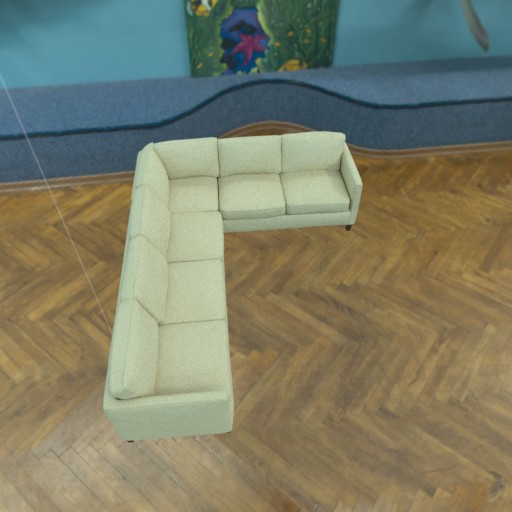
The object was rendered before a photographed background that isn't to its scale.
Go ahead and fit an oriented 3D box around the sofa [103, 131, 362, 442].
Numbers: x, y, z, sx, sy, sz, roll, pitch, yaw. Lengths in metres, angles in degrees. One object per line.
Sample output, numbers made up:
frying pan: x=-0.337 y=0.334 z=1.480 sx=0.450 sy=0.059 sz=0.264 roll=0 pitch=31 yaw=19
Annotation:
sofa: x=0.000 y=0.000 z=4.526 sx=2.593 sy=0.947 sz=3.302 roll=-4 pitch=47 yaw=-4
